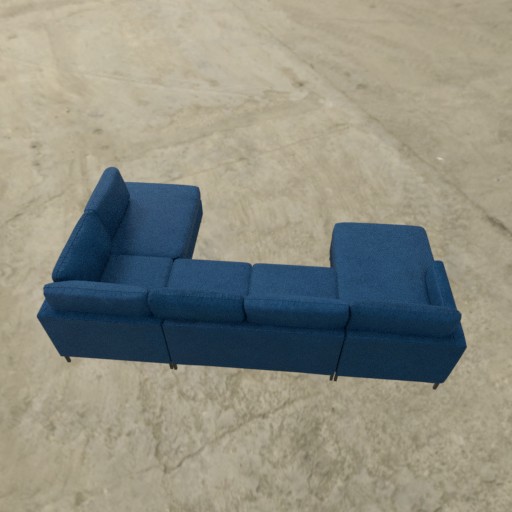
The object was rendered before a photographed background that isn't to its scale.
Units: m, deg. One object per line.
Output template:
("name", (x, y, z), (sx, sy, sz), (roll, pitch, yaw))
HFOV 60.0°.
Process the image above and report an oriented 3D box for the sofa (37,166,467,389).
("sofa", (0.000, 0.000, 4.324), (3.434, 0.992, 2.055), (3, 47, 3))
